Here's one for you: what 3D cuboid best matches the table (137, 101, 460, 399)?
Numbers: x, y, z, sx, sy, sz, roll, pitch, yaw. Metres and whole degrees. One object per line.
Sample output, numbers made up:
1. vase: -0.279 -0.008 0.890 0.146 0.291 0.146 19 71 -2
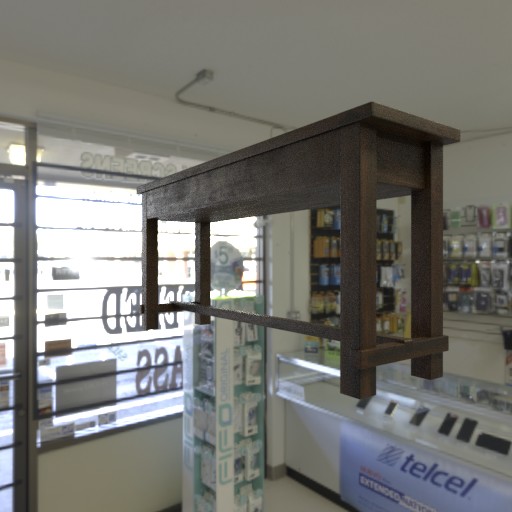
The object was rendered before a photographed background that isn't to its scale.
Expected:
1. table: 0.000 0.000 1.881 0.442 0.762 1.599 0 -1 -36
